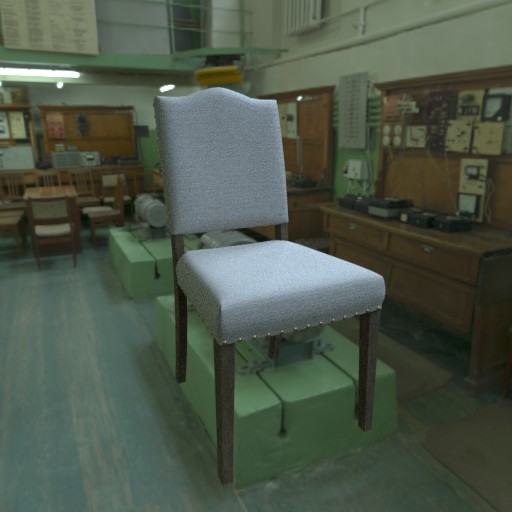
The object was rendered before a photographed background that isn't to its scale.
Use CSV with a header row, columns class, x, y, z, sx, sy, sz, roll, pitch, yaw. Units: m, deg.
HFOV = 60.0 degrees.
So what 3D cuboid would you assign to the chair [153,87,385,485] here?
class,x,y,z,sx,sy,sz,roll,pitch,yaw
chair,0.000,0.000,1.372,0.508,1.020,0.620,-8,18,-26
